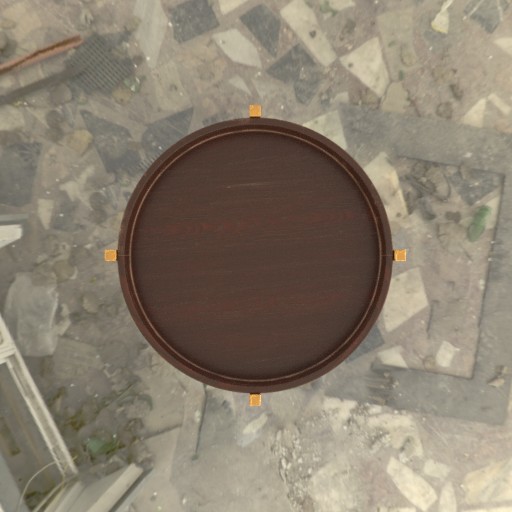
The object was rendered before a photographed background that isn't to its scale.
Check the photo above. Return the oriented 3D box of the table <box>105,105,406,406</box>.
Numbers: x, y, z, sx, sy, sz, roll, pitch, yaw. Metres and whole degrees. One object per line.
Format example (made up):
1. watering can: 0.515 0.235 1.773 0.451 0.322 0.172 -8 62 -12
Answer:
1. table: 0.000 0.000 0.894 0.400 0.610 0.400 0 90 0
